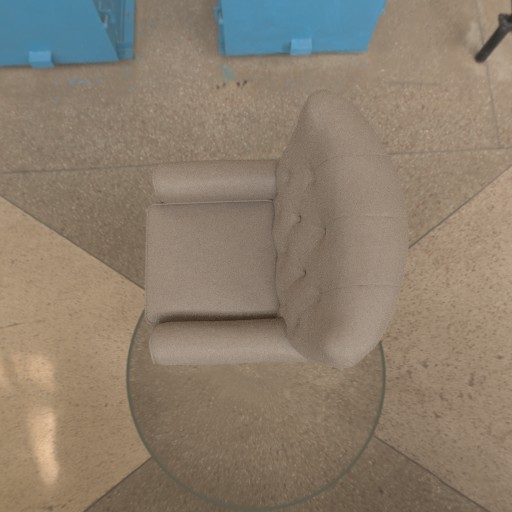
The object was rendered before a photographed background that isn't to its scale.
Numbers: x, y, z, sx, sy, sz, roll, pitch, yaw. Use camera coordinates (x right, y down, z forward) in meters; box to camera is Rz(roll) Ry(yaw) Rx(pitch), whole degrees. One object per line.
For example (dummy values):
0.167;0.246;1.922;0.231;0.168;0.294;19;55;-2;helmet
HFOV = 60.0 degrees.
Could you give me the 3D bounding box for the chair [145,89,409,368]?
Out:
0.000;0.000;1.994;1.041;1.138;0.999;-2;76;-1;chair
